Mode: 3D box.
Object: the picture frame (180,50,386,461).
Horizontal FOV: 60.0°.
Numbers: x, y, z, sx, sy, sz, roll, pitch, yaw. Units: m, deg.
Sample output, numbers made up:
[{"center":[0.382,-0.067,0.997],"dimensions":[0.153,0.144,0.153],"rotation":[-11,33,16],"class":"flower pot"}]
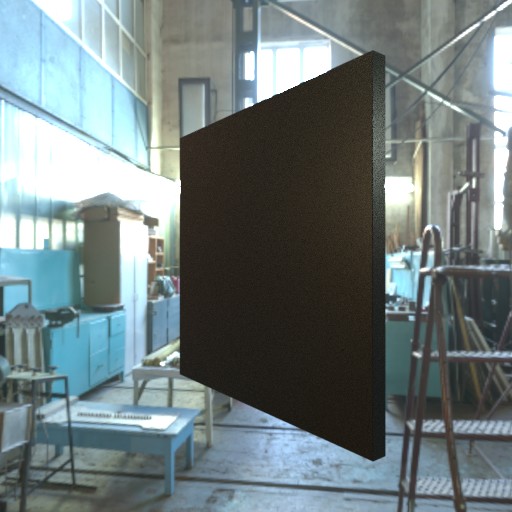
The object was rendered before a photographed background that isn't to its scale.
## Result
[{"center":[0.000,0.000,0.830],"dimensions":[0.029,0.557,0.559],"rotation":[0,0,-37],"class":"picture frame"}]
